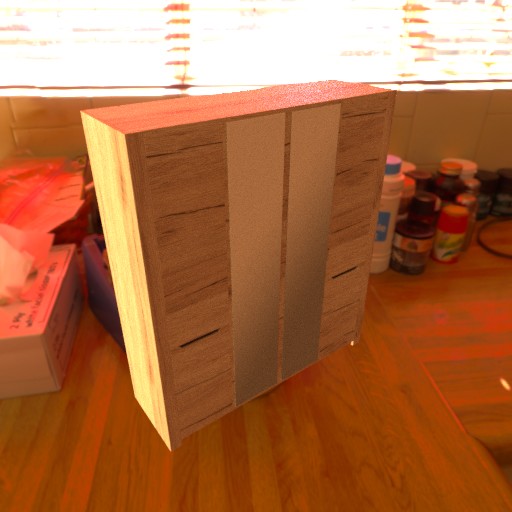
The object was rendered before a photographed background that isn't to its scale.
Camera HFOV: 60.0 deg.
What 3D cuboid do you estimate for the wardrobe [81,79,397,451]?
[{"bbox_3d":[0.000,0.000,3.049,1.810,2.070,0.580,-20,36,-31],"label":"wardrobe"}]
